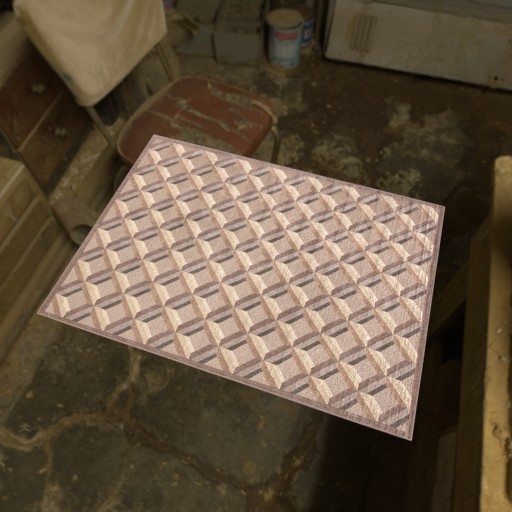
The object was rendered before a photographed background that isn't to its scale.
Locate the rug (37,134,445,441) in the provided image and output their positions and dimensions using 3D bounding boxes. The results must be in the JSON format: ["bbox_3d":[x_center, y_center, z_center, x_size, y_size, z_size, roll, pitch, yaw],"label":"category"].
[{"bbox_3d":[0.000,0.000,4.234,3.294,0.018,2.382,16,59,10],"label":"rug"}]
